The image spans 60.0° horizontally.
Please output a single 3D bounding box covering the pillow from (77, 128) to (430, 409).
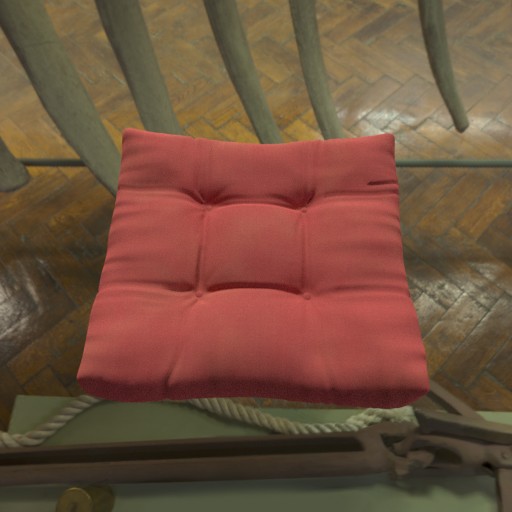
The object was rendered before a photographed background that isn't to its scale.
[{"bbox_3d":[0.000,0.000,0.724,0.490,0.128,0.468,1,63,1],"label":"pillow"}]
